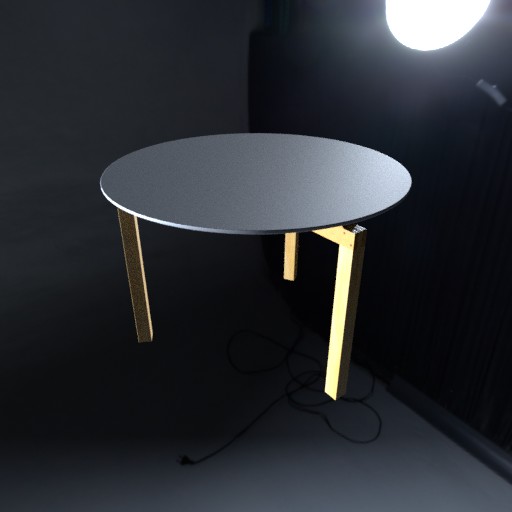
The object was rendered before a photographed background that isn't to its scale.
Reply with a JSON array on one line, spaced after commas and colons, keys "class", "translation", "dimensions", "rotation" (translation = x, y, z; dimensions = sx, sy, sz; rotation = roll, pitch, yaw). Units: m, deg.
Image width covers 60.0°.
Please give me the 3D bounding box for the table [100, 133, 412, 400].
[{"class": "table", "translation": [0.000, 0.000, 0.990], "dimensions": [0.600, 0.405, 0.600], "rotation": [0, 28, 0]}]
